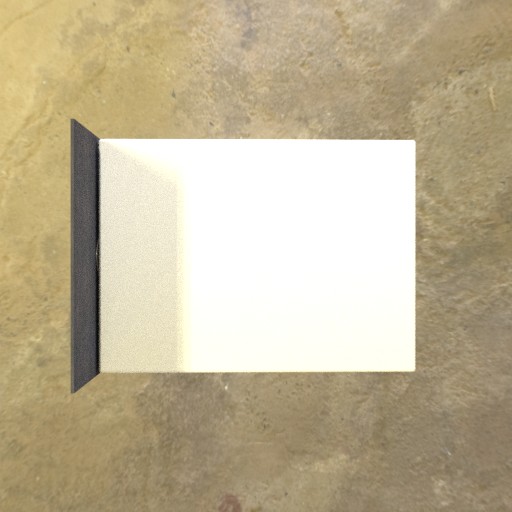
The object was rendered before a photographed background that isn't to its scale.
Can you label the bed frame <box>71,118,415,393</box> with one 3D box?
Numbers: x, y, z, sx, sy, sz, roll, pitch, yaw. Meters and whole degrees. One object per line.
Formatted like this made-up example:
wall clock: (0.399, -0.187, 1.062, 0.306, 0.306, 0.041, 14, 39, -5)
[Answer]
bed frame: (0.000, 0.000, 2.670, 1.900, 0.800, 1.400, 0, 90, -1)
